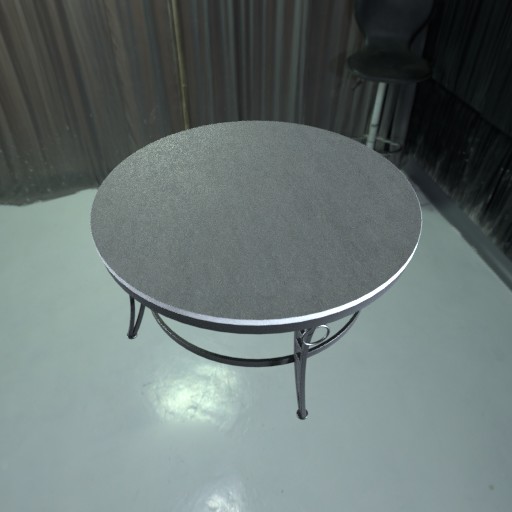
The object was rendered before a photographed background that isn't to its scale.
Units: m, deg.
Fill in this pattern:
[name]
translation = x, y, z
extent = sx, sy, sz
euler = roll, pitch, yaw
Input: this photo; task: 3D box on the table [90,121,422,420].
[table]
translation = 0.000, 0.000, 1.390
extent = 0.889, 0.470, 0.889
euler = 0, 43, 0
